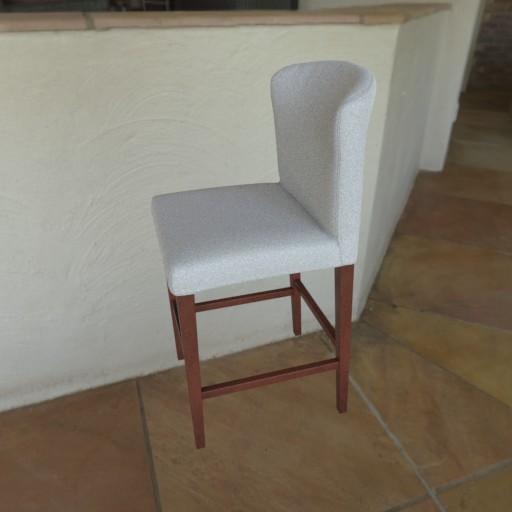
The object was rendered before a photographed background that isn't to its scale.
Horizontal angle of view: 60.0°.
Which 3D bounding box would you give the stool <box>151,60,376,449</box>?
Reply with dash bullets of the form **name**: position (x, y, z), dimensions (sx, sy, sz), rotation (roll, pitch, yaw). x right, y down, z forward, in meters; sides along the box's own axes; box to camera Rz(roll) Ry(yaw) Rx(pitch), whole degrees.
- **stool**: position (0.000, 0.000, 1.351), dimensions (0.568, 1.069, 0.479), rotation (-9, 32, -14)
